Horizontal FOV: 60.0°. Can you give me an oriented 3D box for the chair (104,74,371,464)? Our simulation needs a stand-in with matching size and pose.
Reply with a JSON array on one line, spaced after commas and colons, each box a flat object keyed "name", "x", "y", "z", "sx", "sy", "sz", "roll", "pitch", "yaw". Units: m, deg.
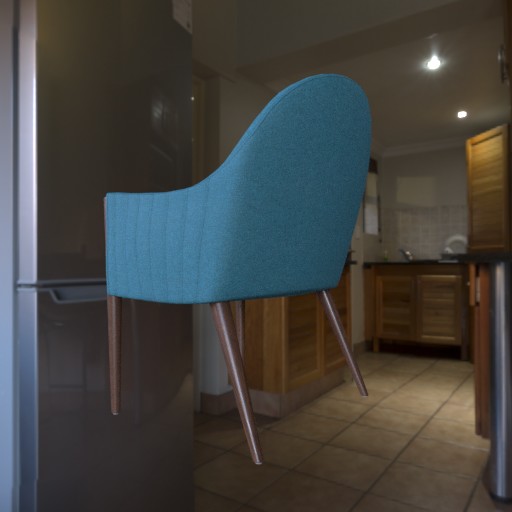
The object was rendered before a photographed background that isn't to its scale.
[{"name": "chair", "x": 0.000, "y": 0.000, "z": 1.336, "sx": 0.652, "sy": 0.907, "sz": 0.656, "roll": 0, "pitch": 0, "yaw": 37}]
